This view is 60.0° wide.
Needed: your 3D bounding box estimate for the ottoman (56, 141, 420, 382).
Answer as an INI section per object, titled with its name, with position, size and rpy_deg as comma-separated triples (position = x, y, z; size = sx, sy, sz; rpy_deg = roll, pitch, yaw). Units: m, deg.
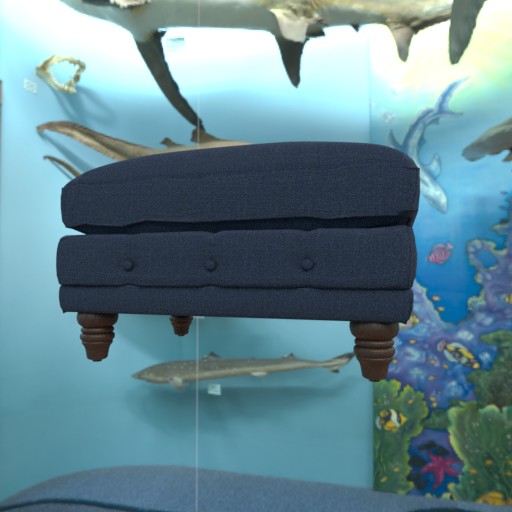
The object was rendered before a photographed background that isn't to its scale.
[ottoman]
position = 0.000, 0.000, 1.126
size = 0.767, 0.486, 0.558
rpy_deg = -1, -2, 18
